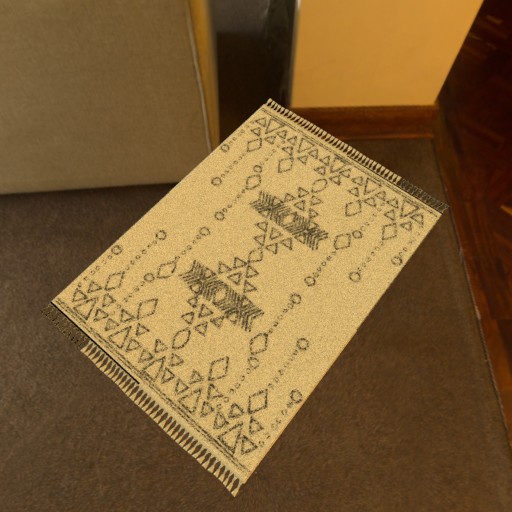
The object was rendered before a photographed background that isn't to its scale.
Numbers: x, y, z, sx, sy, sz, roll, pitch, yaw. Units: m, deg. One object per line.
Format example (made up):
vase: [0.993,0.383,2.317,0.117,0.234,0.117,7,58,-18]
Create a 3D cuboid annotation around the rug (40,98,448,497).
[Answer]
rug: [0.000,0.000,2.931,1.600,0.013,2.312,36,69,16]
